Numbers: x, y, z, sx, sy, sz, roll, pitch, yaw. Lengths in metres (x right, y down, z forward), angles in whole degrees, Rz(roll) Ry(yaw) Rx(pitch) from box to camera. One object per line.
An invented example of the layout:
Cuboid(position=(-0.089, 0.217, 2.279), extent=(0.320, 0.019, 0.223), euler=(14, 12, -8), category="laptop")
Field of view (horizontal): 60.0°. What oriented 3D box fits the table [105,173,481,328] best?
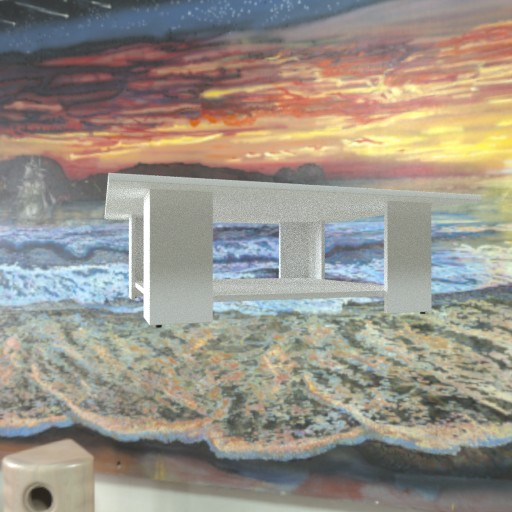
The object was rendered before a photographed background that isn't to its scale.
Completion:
Cuboid(position=(0.000, 0.000, 1.388), extent=(0.890, 0.305, 0.890), euler=(0, 0, -19), category="table")
